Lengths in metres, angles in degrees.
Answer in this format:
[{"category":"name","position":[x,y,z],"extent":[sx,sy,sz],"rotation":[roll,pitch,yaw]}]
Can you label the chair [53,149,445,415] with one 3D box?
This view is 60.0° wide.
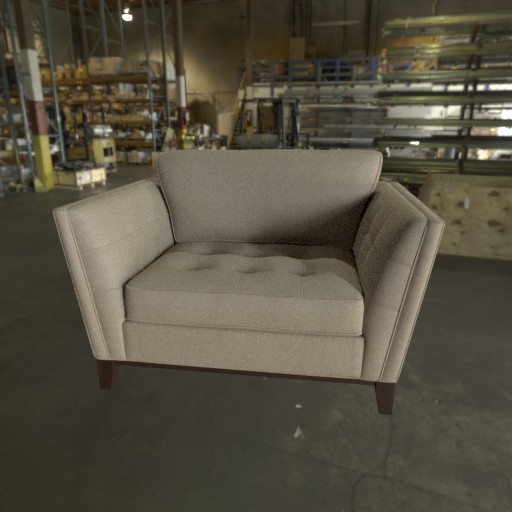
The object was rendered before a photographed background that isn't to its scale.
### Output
[{"category":"chair","position":[0.000,0.000,2.081],"extent":[1.397,0.940,0.965],"rotation":[3,18,8]}]
